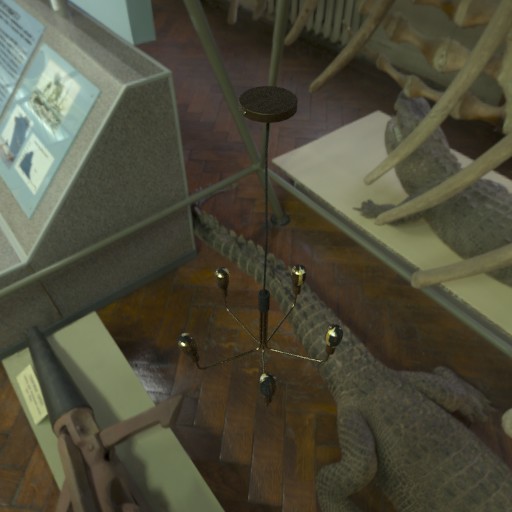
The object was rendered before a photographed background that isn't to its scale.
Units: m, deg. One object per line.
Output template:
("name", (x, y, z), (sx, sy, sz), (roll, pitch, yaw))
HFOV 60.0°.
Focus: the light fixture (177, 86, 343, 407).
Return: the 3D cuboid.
("light fixture", (0.000, 0.000, 1.402), (0.588, 1.059, 0.532), (-30, 54, -25))
